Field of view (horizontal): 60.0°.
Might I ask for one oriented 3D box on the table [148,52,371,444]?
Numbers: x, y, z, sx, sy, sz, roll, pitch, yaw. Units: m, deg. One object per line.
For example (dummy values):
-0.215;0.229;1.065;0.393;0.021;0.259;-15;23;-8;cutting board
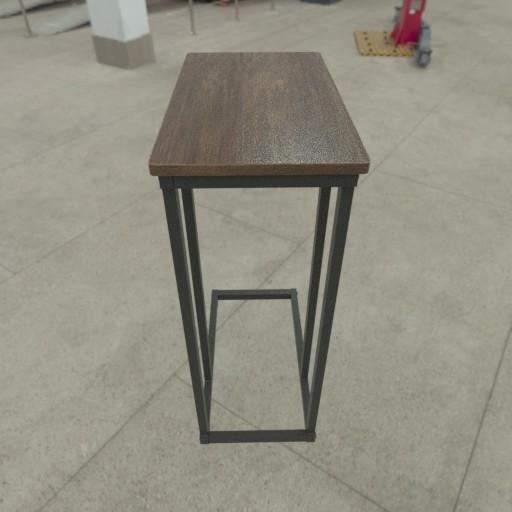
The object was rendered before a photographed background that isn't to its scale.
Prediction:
0.000;0.000;0.874;0.254;0.637;0.450;-1;39;-1;table
